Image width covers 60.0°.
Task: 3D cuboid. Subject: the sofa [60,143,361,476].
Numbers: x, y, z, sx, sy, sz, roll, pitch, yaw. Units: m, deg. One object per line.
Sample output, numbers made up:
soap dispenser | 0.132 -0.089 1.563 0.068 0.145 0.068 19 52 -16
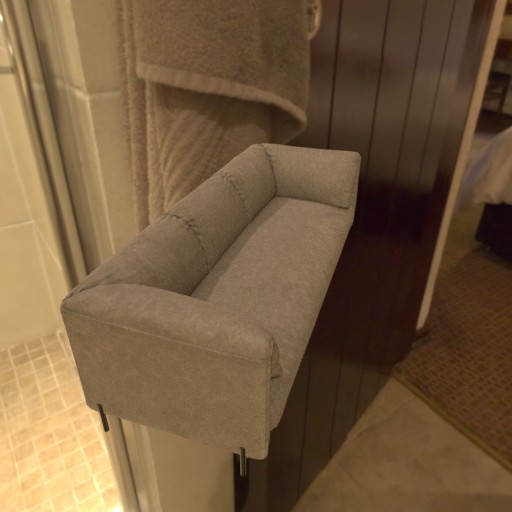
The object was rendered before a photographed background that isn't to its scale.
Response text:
sofa | 0.000 0.000 2.633 0.899 0.758 2.238 10 32 17
